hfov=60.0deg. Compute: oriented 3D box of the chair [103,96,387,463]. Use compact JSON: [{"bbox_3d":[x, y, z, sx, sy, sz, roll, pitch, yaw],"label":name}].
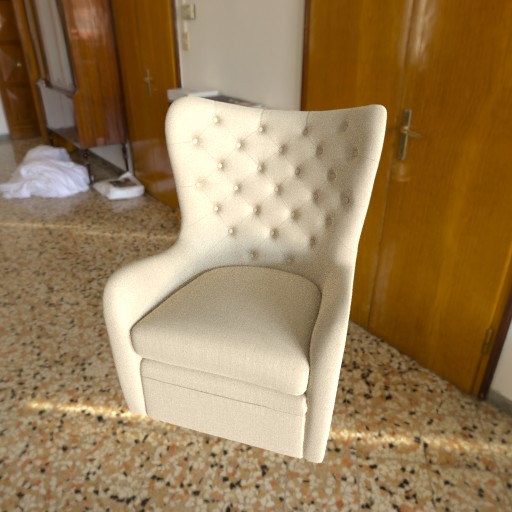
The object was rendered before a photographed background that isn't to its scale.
[{"bbox_3d":[0.000,0.000,1.716,0.831,1.079,0.929,8,28,16],"label":"chair"}]
